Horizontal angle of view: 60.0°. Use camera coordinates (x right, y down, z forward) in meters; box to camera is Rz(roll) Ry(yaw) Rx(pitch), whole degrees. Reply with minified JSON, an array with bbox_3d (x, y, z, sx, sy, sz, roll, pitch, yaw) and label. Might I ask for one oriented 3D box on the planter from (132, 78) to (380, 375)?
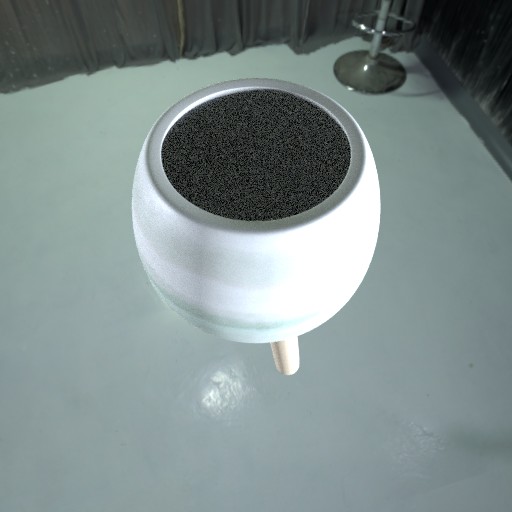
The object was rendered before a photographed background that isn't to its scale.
[{"bbox_3d":[0.000,0.000,0.339,0.161,0.224,0.161,0,57,0],"label":"planter"}]
